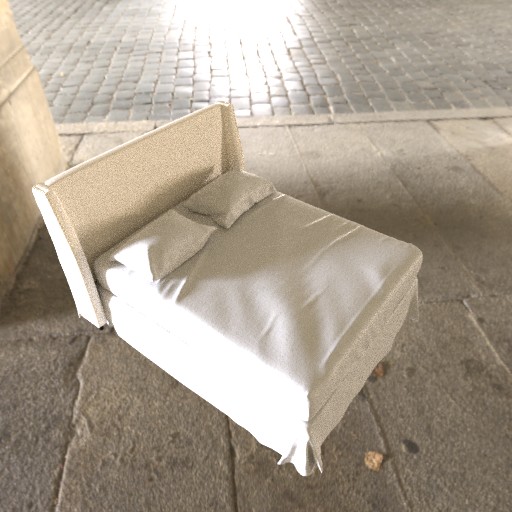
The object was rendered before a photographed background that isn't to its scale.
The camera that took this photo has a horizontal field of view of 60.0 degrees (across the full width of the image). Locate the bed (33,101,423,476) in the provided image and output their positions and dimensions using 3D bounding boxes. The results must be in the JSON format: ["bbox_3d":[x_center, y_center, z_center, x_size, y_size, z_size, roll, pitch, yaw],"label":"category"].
[{"bbox_3d":[0.000,0.000,3.360,2.276,1.332,1.925,26,47,28],"label":"bed"}]
